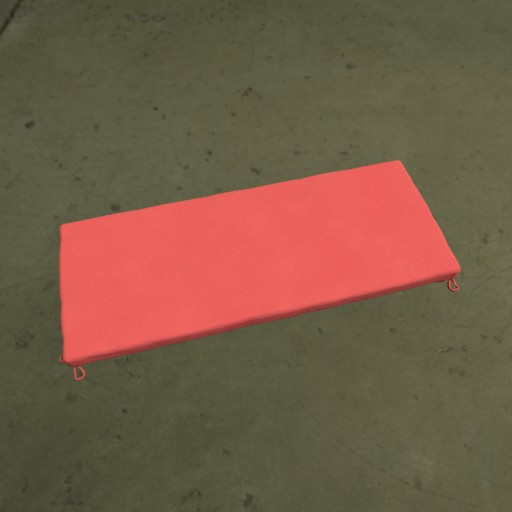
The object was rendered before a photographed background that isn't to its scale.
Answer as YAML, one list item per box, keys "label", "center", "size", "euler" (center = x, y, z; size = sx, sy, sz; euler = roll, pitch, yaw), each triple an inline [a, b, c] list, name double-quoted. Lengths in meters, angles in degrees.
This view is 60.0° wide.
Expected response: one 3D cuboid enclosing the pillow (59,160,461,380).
- label: "pillow"
  center: [0.000, 0.000, 1.350]
  size: [1.187, 0.081, 0.492]
  euler: [-12, 59, -7]
